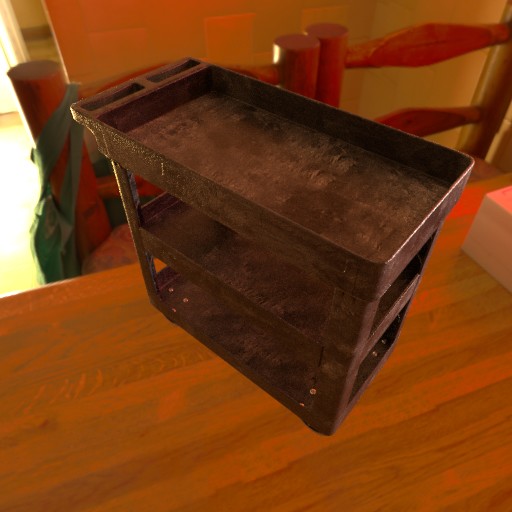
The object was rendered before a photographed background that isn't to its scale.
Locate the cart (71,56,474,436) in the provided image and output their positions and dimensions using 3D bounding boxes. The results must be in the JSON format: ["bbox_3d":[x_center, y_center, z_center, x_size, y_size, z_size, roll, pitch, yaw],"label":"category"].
[{"bbox_3d":[0.000,0.000,1.309,0.877,0.824,0.420,31,53,27],"label":"cart"}]
